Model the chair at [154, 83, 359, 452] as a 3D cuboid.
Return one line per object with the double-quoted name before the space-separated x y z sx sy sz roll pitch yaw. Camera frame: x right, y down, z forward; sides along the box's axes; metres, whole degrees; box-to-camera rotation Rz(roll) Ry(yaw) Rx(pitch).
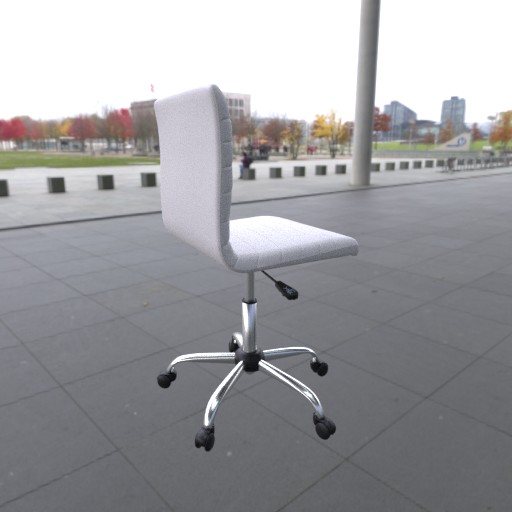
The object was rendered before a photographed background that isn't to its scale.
"chair" 0.000 0.000 1.091 0.455 0.750 0.520 -7 16 -26
